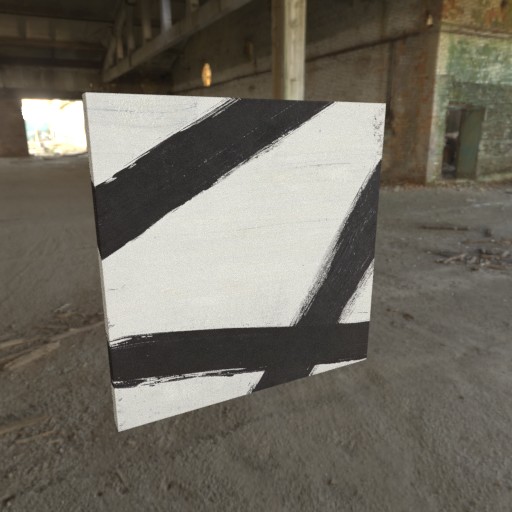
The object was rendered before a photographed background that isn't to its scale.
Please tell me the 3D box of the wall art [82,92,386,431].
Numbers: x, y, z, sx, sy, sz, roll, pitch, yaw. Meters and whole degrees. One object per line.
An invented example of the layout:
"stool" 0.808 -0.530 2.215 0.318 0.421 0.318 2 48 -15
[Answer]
"wall art" 0.000 0.000 1.146 0.765 0.765 0.046 -8 18 -26
